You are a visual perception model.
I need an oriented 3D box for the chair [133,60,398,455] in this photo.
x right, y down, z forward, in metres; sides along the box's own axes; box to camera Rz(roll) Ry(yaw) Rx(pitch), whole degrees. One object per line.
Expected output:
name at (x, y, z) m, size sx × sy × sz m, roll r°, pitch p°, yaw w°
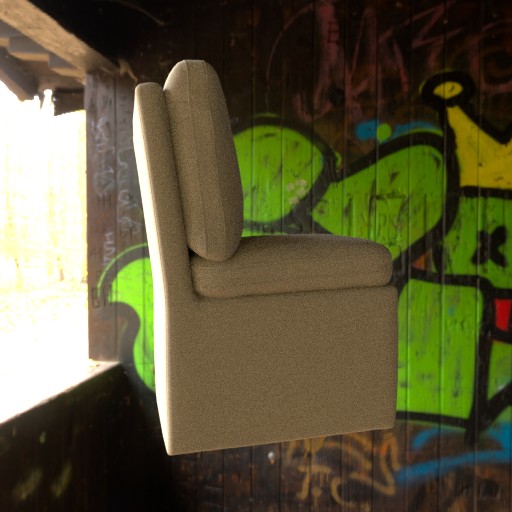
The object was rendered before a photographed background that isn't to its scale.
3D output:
chair at (0.000, 0.000, 1.315) m, size 0.698 × 0.927 × 0.503 m, roll 0°, pitch 2°, yaw -16°
